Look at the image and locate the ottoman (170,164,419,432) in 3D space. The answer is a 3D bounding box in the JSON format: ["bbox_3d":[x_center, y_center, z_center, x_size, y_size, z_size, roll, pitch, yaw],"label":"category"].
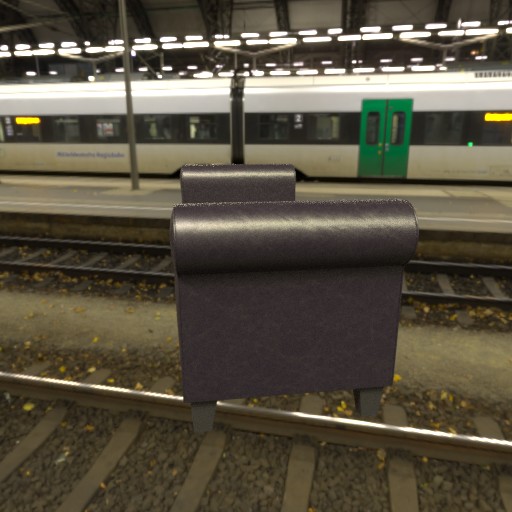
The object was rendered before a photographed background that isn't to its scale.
[{"bbox_3d":[0.000,0.000,1.536,0.521,0.547,1.256,-2,16,-8],"label":"ottoman"}]
